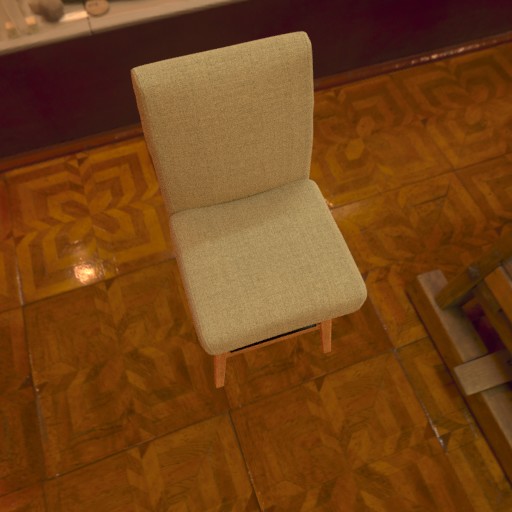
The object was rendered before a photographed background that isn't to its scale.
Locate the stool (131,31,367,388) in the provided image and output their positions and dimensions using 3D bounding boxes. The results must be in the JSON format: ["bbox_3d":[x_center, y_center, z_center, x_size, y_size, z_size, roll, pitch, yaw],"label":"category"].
[{"bbox_3d":[0.000,0.000,1.380,0.483,1.106,0.569,-16,65,-8],"label":"stool"}]
